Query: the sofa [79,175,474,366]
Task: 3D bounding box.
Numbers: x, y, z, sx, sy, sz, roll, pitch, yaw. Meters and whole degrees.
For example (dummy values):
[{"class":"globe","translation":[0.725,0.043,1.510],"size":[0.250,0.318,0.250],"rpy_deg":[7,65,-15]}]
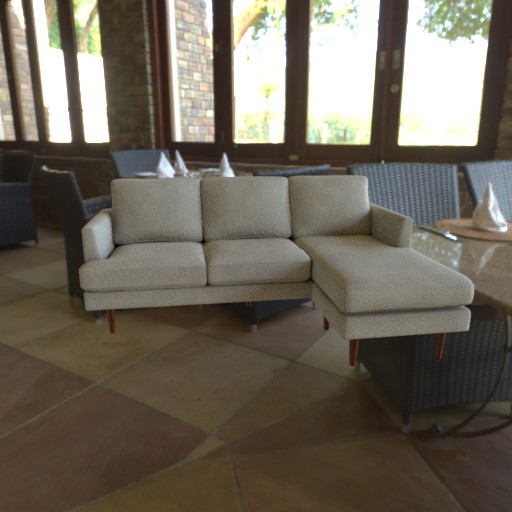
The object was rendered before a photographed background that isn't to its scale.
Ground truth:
[{"class":"sofa","translation":[0.000,0.000,2.975],"size":[2.233,0.956,1.504],"rpy_deg":[-2,15,-9]}]
